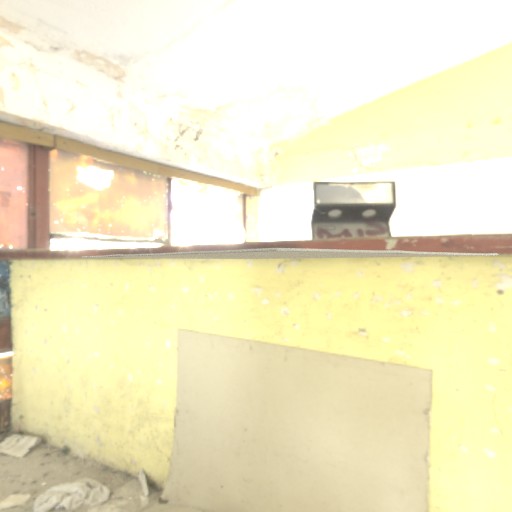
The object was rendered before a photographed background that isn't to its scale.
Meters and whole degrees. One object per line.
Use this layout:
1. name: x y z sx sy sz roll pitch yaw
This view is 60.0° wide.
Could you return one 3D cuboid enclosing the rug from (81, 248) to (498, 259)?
1. rug: 0.000 0.000 2.259 1.231 0.012 1.835 1 -1 -37
